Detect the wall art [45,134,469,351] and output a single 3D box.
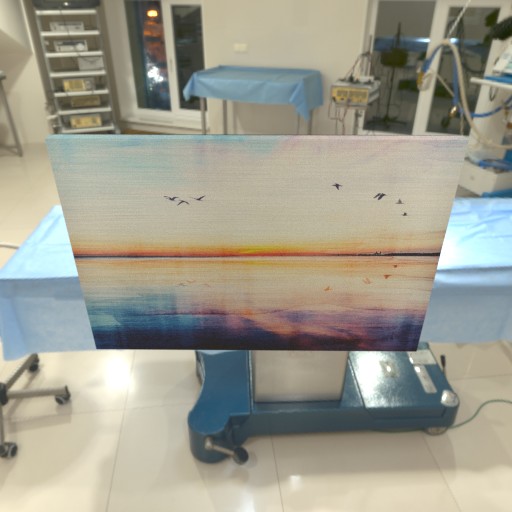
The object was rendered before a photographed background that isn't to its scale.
[{"bbox_3d":[0.000,0.000,1.121,0.911,0.605,0.037,0,31,1],"label":"wall art"}]
